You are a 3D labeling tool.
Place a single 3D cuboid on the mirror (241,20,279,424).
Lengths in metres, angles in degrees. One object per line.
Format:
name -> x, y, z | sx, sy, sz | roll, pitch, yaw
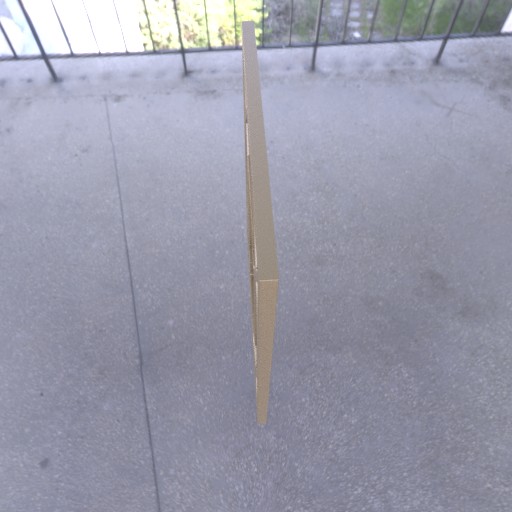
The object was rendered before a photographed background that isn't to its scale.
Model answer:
mirror -> 0.000, 0.000, 1.344 | 0.032, 1.023, 0.756 | -3, 57, -2
